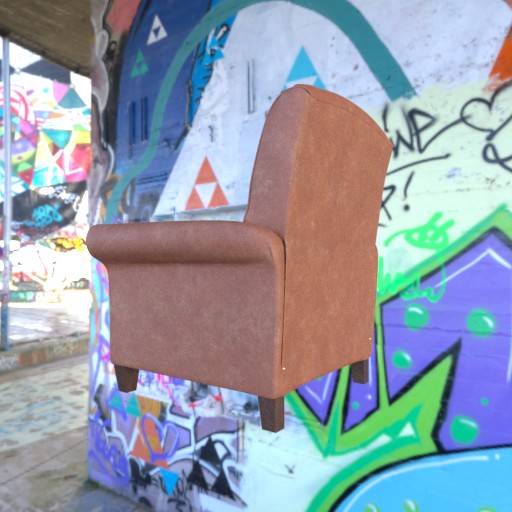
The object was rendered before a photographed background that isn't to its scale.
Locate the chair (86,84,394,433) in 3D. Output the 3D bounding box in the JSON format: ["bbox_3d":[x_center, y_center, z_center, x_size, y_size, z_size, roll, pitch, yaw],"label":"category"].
[{"bbox_3d":[0.000,0.000,1.793,0.902,1.061,0.978,-1,-2,36],"label":"chair"}]
